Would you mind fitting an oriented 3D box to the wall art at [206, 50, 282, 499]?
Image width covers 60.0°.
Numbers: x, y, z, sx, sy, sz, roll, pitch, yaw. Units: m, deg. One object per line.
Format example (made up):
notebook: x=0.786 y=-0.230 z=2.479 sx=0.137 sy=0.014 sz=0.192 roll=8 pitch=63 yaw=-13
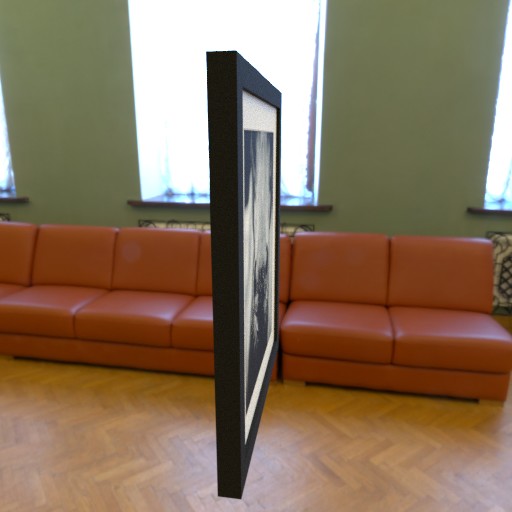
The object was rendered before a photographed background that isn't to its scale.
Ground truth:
wall art: x=0.000 y=0.000 z=0.746 sx=0.033 sy=0.559 sz=0.457 roll=2 pitch=15 yaw=9
